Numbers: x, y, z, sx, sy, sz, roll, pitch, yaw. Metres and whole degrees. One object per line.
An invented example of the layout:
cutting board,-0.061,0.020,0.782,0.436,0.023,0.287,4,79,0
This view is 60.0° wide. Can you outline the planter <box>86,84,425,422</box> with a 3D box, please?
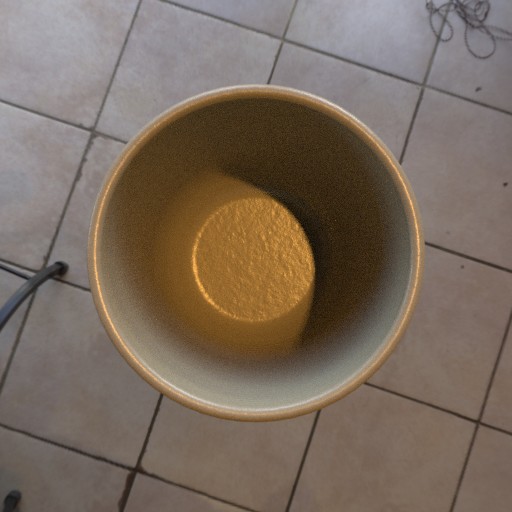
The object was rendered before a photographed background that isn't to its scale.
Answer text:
planter,0.000,0.000,0.215,0.124,0.109,0.124,0,88,0
